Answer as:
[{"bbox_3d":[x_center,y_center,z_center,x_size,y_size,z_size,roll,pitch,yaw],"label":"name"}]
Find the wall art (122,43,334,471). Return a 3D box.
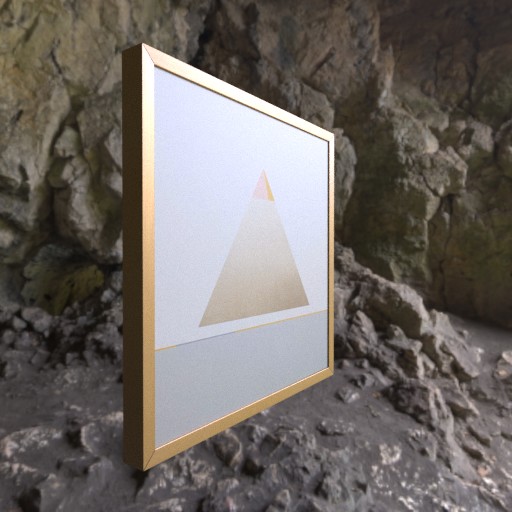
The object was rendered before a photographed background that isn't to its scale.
[{"bbox_3d":[0.000,0.000,0.746,0.038,0.511,0.513,1,1,36],"label":"wall art"}]
